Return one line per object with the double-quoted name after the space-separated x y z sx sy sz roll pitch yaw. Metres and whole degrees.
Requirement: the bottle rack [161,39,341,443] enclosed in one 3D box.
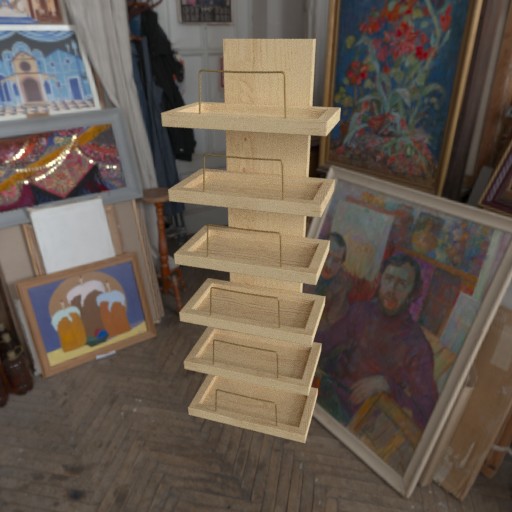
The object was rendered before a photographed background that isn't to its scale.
0.000 0.000 1.073 0.330 0.943 0.206 8 27 15 "bottle rack"
